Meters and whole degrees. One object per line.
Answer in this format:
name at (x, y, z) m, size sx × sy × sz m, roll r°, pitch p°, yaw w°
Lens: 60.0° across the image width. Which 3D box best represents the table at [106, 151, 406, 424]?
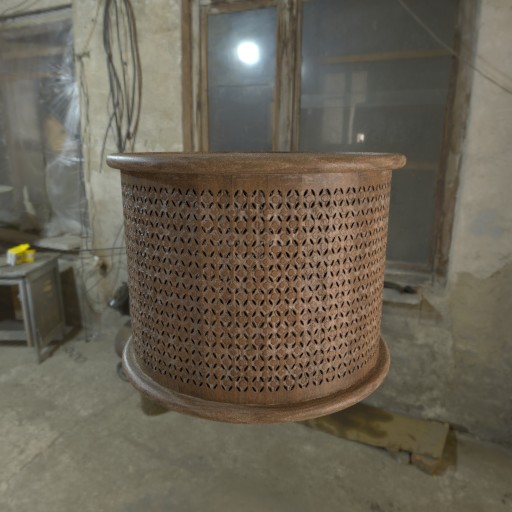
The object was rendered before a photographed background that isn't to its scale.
table at (0.000, 0.000, 0.994) m, size 0.607 × 0.450 × 0.607 m, roll 0°, pitch 14°, yaw 0°
